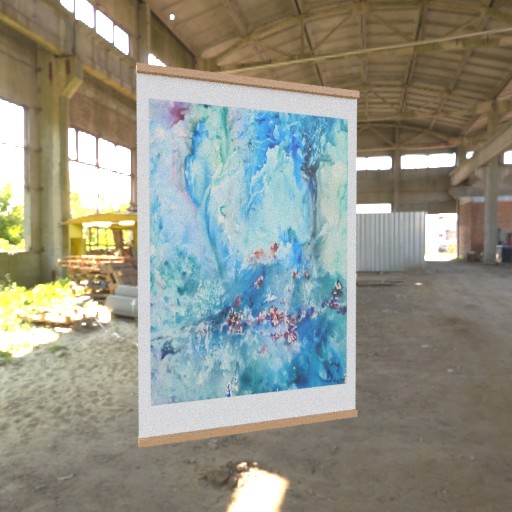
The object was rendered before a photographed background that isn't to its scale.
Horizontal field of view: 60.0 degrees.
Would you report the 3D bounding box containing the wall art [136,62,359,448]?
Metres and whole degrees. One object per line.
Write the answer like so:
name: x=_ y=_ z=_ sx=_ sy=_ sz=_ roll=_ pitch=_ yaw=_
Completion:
wall art: x=0.000 y=0.000 z=1.294 sx=0.669 sy=1.020 sz=0.027 roll=0 pitch=1 yaw=-19
